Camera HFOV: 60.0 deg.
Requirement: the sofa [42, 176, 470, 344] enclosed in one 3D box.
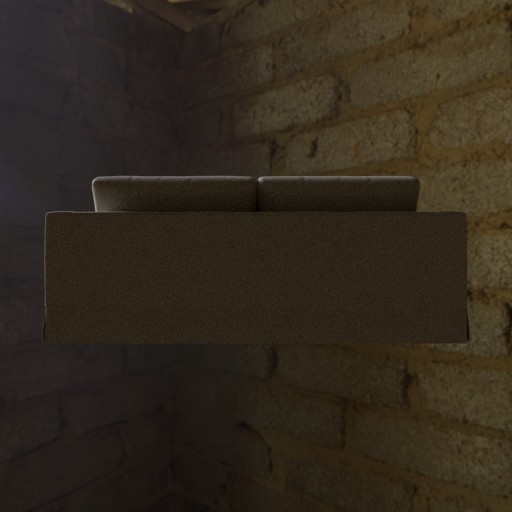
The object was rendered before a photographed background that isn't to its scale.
[{"bbox_3d":[0.000,0.000,2.692,2.163,0.881,0.954,0,0,0],"label":"sofa"}]
